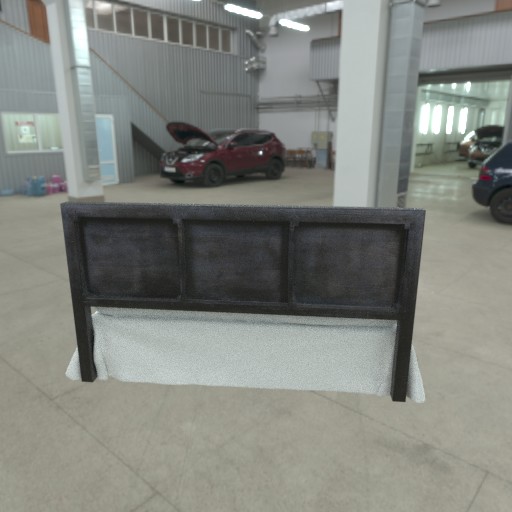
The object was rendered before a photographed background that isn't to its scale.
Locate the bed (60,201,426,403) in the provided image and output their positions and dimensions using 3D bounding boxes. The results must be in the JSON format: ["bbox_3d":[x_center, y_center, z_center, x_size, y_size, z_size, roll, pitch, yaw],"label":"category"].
[{"bbox_3d":[0.000,0.000,3.585,2.255,1.158,2.165,2,16,6],"label":"bed"}]
